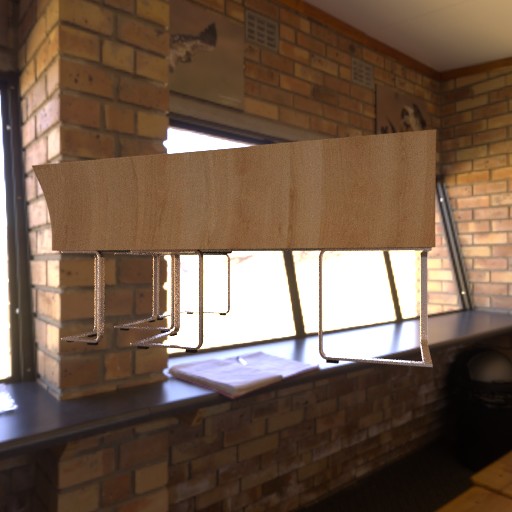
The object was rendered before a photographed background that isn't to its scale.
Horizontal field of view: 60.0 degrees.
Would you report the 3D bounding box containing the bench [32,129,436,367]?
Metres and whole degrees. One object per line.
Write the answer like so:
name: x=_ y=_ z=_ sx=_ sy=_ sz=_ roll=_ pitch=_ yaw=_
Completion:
bench: x=0.000 y=0.000 z=2.681 sx=1.945 sy=0.930 sz=1.495 roll=0 pitch=-1 yaw=19
